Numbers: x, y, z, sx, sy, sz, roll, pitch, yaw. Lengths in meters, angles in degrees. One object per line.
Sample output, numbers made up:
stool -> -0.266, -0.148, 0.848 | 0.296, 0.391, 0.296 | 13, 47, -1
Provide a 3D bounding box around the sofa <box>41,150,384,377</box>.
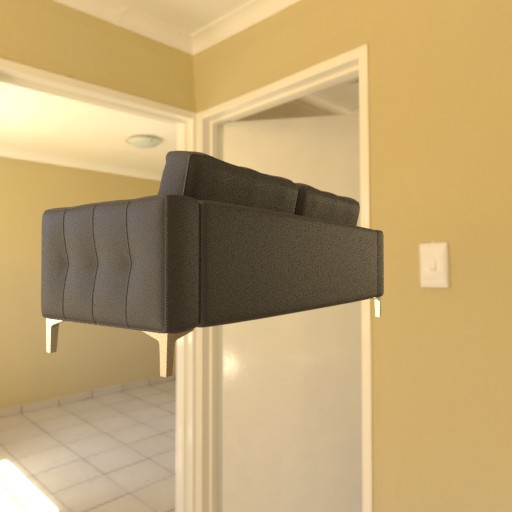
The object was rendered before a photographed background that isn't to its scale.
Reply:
sofa -> 0.000, 0.000, 2.685 | 0.833, 0.893, 2.275 | -1, -1, 35
